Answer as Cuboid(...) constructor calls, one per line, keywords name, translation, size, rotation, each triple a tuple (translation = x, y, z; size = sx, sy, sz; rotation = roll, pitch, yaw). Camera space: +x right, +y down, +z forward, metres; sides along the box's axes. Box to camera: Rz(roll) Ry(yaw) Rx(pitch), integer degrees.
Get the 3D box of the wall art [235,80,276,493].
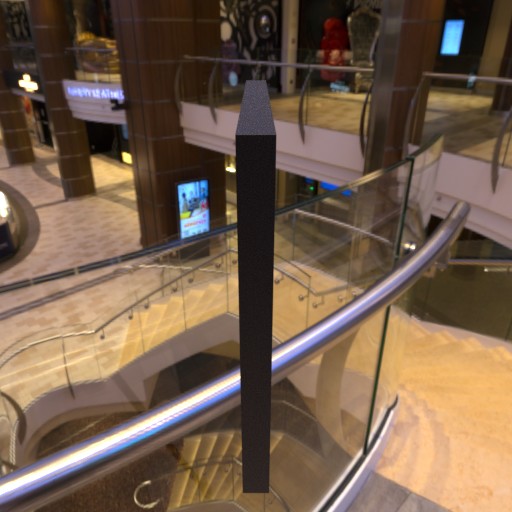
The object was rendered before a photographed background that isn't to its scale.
Cuboid(name="wall art", translation=(0.000, 0.000, 0.750), size=(0.038, 0.508, 0.508), rotation=(0, 27, 0))
